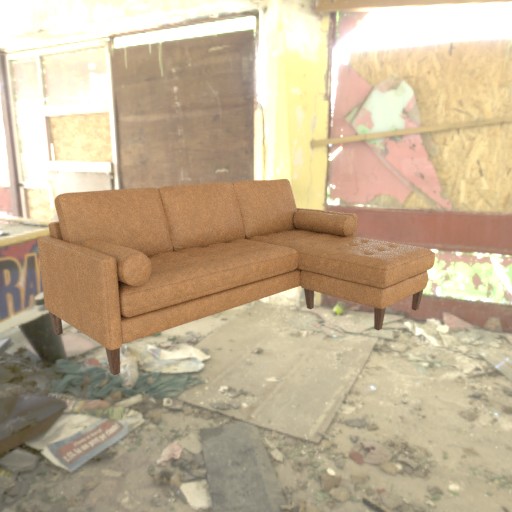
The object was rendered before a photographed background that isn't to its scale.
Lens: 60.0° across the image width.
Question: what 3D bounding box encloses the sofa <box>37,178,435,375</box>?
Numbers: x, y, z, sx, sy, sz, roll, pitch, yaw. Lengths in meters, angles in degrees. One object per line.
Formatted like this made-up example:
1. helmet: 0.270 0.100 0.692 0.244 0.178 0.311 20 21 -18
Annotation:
1. sofa: 0.000 0.000 2.877 1.506 0.876 2.178 13 18 43
